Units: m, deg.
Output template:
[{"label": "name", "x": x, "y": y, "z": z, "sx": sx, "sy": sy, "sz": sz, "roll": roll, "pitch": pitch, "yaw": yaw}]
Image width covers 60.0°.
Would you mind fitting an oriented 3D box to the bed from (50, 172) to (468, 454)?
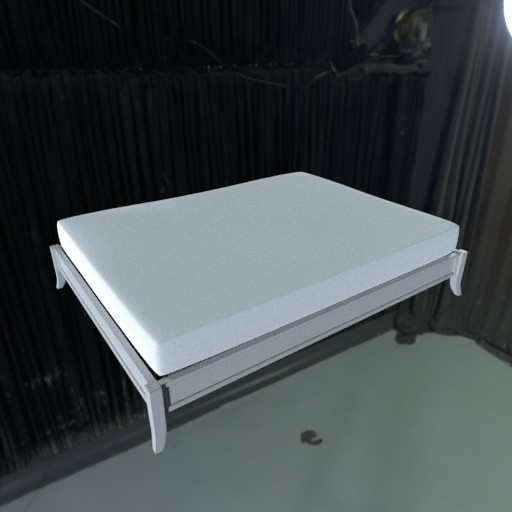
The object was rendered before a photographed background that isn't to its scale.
[{"label": "bed", "x": 0.000, "y": 0.000, "z": 2.783, "sx": 2.108, "sy": 0.510, "sz": 1.604, "roll": -17, "pitch": 31, "yaw": -31}]
